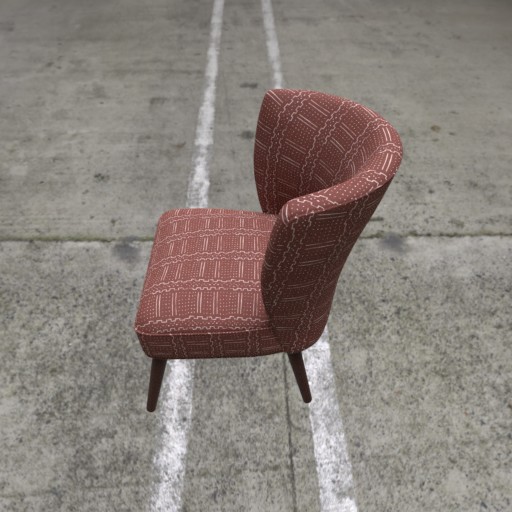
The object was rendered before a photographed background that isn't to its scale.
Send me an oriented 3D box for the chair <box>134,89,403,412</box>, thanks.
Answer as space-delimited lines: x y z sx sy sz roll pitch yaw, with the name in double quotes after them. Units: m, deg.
0.000 0.000 1.437 0.758 0.866 0.706 -1 41 -1 "chair"
